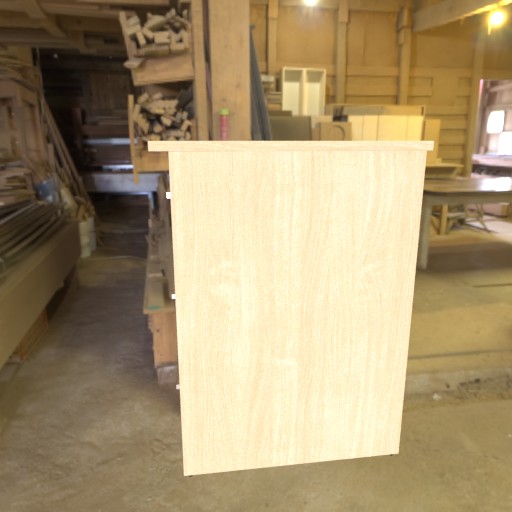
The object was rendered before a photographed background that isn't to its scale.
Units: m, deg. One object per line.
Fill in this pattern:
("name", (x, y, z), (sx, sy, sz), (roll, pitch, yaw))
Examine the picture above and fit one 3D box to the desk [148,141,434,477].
("desk", (0.000, 0.000, 1.465), (0.560, 0.735, 1.097), (-2, 15, -8))
